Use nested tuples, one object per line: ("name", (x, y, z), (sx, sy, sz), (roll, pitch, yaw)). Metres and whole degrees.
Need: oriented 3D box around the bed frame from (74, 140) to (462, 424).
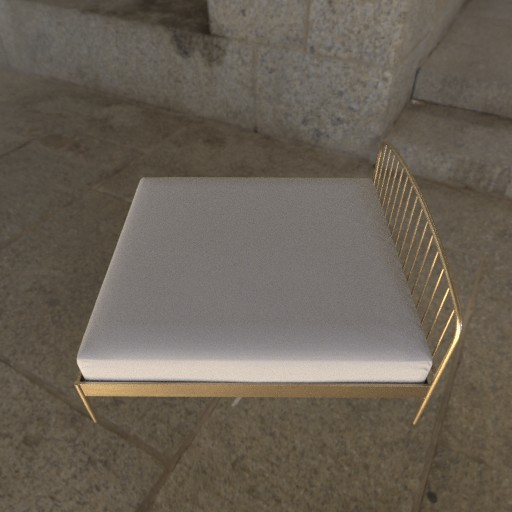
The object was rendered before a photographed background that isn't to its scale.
("bed frame", (0.000, 0.000, 3.280), (2.152, 1.174, 2.016), (0, 43, 0))
